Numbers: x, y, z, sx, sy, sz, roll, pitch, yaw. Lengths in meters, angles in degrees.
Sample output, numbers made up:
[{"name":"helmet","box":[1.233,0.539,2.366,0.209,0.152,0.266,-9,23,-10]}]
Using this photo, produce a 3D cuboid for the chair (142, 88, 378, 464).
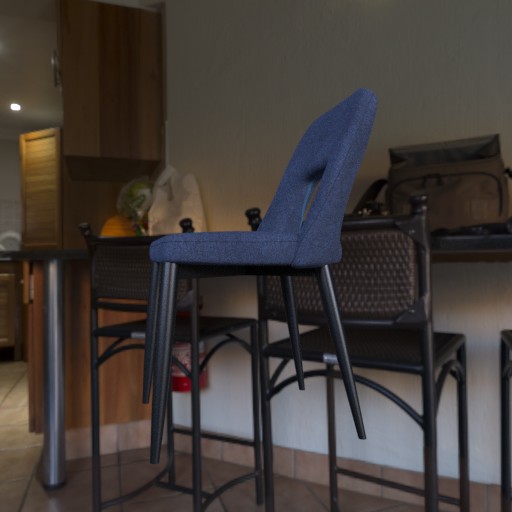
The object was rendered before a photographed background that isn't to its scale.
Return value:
[{"name":"chair","box":[0.000,0.000,1.263,0.612,0.931,0.470,0,0,-17]}]
